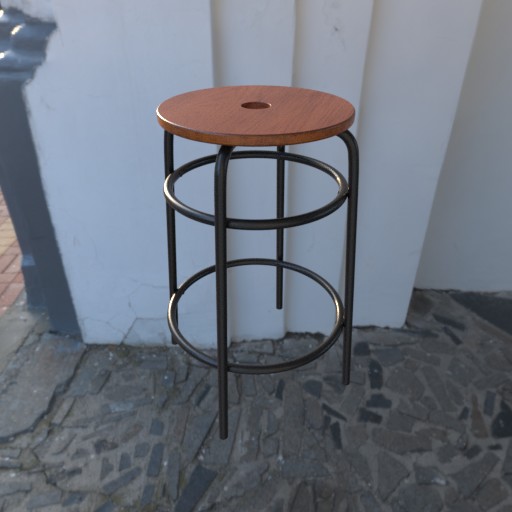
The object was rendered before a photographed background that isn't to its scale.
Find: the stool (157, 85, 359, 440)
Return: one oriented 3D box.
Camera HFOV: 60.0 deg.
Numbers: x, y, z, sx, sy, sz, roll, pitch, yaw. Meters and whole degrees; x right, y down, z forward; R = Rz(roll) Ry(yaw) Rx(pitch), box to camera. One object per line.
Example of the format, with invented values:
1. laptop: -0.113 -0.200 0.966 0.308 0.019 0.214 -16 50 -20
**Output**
1. stool: 0.000 0.000 0.921 0.455 0.610 0.455 10 34 15
